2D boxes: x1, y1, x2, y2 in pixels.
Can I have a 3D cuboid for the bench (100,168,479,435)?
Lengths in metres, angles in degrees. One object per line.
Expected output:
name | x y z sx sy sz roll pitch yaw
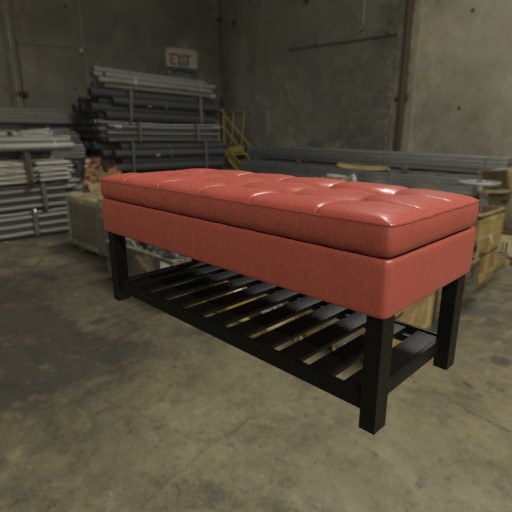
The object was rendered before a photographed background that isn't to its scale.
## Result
bench | 0.000 0.000 1.340 1.105 0.460 0.432 15 22 43
